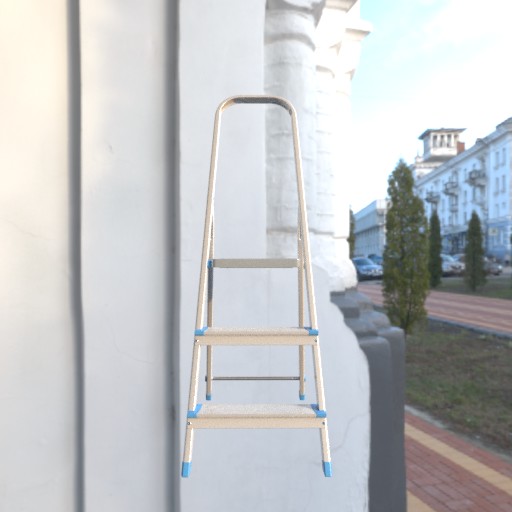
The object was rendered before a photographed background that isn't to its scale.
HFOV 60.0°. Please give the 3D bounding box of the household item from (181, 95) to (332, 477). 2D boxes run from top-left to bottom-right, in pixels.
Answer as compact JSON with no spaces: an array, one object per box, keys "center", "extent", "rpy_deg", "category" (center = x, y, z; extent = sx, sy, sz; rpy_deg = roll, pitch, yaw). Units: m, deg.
[{"center":[0.000,0.000,1.561],"extent":[0.420,1.215,0.687],"rpy_deg":[0,0,0],"category":"household item"}]
